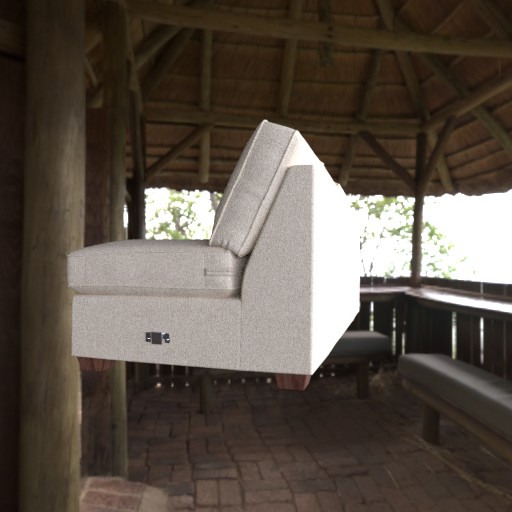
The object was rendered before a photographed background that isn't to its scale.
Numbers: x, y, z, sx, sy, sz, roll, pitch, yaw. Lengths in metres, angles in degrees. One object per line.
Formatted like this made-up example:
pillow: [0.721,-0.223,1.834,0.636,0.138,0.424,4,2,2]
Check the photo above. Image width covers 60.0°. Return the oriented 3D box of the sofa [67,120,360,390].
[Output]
sofa: [0.000,0.000,2.553,1.034,0.946,1.962,0,0,18]
